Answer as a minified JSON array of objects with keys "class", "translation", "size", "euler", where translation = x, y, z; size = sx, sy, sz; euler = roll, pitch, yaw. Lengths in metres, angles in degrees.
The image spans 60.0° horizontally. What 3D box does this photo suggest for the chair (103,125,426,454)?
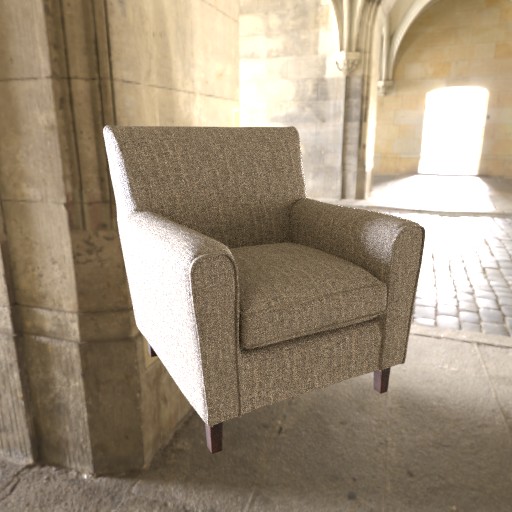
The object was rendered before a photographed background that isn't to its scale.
[{"class":"chair","translation":[0.000,0.000,1.633],"size":[0.864,0.928,0.873],"euler":[-8,18,-27]}]
